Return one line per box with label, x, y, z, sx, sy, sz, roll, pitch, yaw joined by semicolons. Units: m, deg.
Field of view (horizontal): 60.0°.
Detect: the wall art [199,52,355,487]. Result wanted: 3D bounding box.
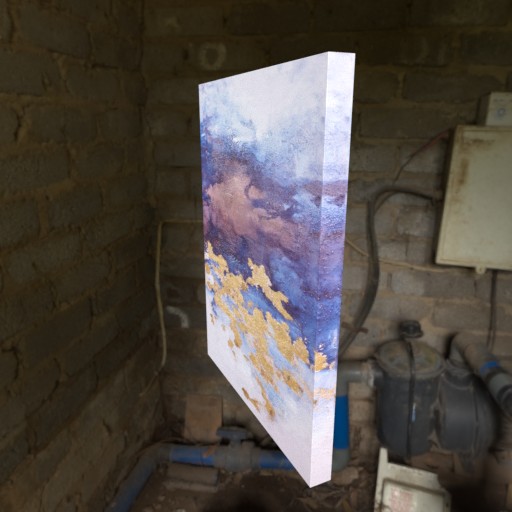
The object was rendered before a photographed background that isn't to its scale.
wall art;0.000;0.000;0.757;0.036;0.581;0.437;-8;18;-25
